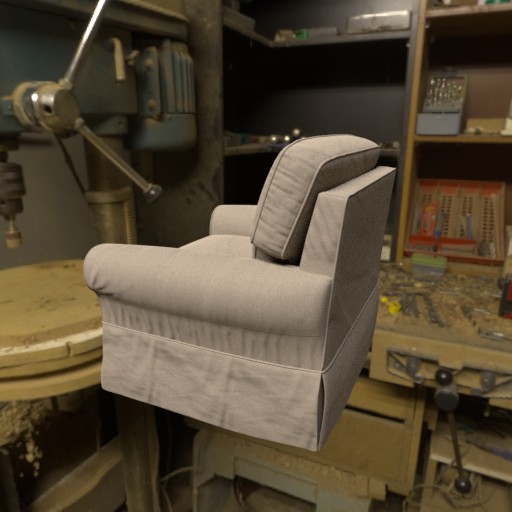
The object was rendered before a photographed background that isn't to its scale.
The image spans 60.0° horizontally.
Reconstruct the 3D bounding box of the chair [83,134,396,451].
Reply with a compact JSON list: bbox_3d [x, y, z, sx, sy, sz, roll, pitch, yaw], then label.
[{"bbox_3d":[0.000,0.000,1.921,0.988,1.017,1.135,8,18,24],"label":"chair"}]
